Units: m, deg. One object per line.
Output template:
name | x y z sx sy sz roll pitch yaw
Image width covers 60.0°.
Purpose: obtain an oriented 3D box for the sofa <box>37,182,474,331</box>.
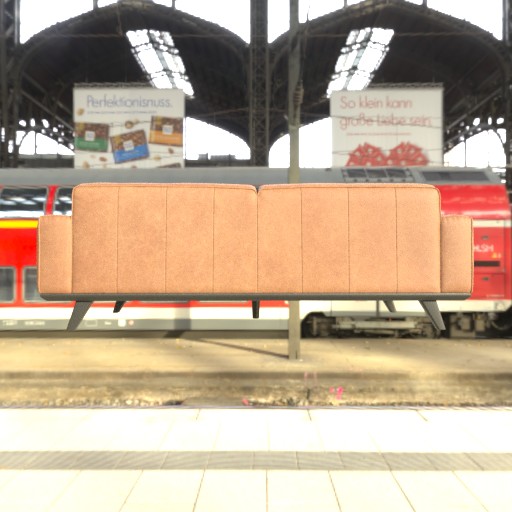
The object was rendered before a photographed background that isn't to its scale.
sofa | 0.000 0.000 2.711 2.270 0.780 0.953 0 -1 -1
